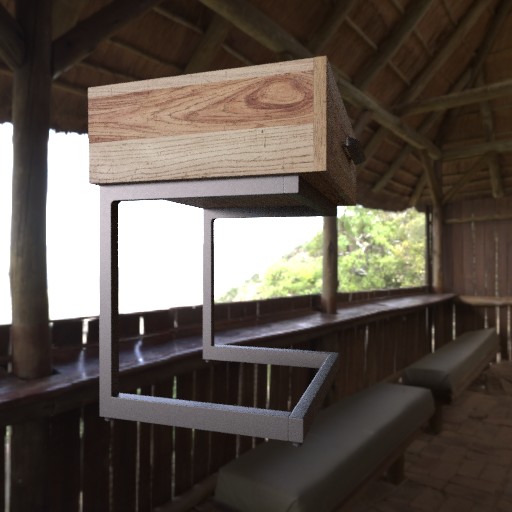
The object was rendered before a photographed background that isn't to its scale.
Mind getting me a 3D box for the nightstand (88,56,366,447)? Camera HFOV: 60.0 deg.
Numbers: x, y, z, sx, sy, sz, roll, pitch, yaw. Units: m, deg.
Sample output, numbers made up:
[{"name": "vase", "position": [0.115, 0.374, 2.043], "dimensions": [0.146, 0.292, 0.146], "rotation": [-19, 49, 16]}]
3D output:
[{"name": "nightstand", "position": [0.000, 0.000, 1.020], "dimensions": [0.481, 0.632, 0.558], "rotation": [0, 1, 18]}]
